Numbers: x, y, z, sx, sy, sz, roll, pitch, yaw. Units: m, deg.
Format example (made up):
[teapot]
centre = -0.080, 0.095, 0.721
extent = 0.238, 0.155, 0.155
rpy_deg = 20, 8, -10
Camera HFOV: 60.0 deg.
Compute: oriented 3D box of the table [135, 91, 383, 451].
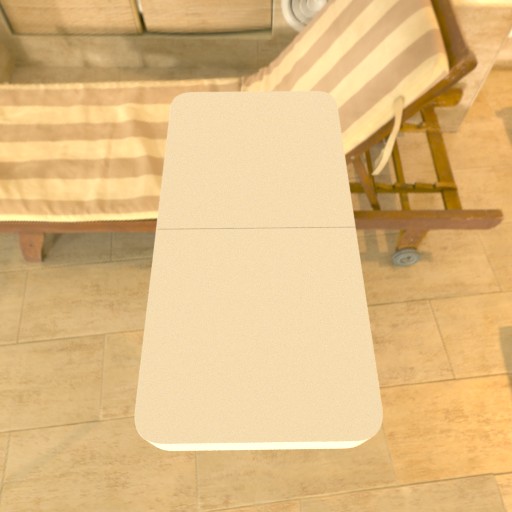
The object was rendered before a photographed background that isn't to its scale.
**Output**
[table]
centre = 0.000, 0.000, 1.481
extent = 0.600, 0.340, 1.200
rpy_deg = -1, 60, 0
